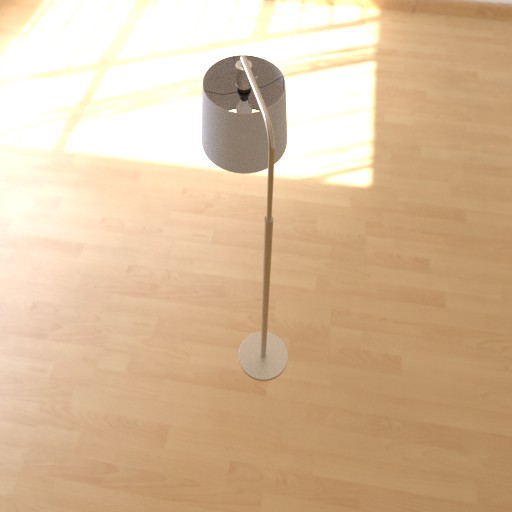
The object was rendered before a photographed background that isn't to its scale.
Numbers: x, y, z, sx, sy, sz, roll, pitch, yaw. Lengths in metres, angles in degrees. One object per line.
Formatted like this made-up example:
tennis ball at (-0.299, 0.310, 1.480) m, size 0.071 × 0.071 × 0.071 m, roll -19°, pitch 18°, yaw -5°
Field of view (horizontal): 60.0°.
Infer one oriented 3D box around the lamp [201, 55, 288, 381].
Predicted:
lamp at (0.000, 0.000, 1.641) m, size 0.254 × 1.478 × 0.508 m, roll -14°, pitch 59°, yaw -8°
